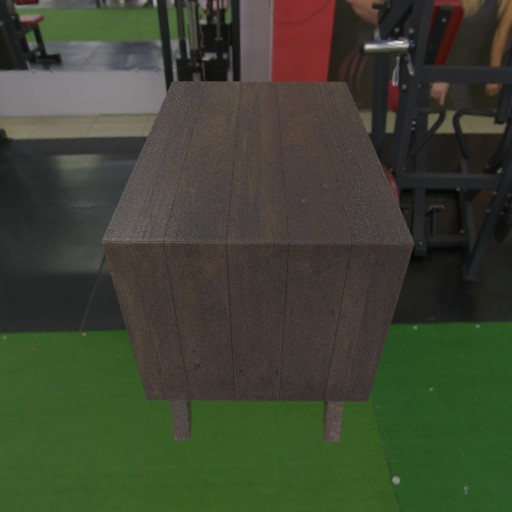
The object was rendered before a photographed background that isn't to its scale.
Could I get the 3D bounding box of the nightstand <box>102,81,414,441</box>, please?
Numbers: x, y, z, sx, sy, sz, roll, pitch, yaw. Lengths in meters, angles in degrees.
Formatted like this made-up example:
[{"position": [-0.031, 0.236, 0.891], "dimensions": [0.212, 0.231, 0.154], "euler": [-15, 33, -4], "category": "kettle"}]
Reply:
[{"position": [0.000, 0.000, 1.058], "dimensions": [0.450, 0.599, 0.650], "euler": [0, 40, 0], "category": "nightstand"}]
